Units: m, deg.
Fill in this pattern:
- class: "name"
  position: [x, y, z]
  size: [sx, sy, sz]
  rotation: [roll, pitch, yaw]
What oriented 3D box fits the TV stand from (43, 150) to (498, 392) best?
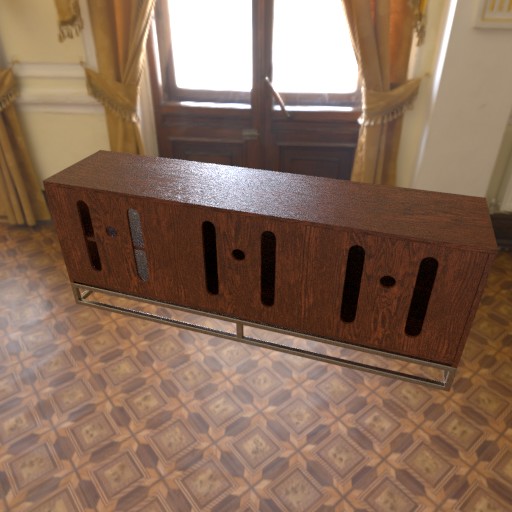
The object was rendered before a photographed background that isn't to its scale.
- class: "TV stand"
  position: [0.000, 0.000, 1.739]
  size: [1.541, 0.578, 0.382]
  rotation: [10, 34, 15]
